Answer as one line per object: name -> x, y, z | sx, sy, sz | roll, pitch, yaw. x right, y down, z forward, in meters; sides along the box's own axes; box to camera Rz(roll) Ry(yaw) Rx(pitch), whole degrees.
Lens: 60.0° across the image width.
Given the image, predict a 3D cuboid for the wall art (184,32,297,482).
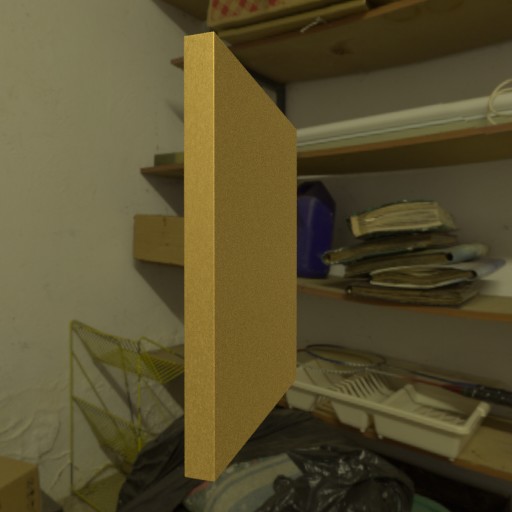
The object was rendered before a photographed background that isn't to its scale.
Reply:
wall art -> 0.000, 0.000, 0.894 | 0.048, 0.642, 0.537 | 0, 1, 18
